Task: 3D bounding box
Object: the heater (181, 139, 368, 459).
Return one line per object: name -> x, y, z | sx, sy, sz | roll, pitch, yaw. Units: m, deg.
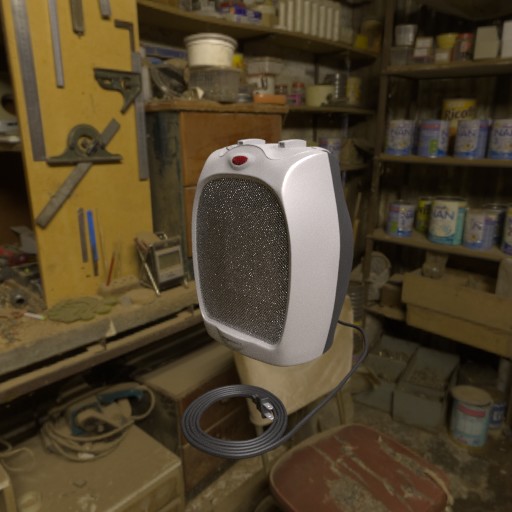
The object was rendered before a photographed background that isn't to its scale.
heater -> 0.000, 0.000, 0.474 | 0.239, 0.240, 0.291 | 15, 21, 42
